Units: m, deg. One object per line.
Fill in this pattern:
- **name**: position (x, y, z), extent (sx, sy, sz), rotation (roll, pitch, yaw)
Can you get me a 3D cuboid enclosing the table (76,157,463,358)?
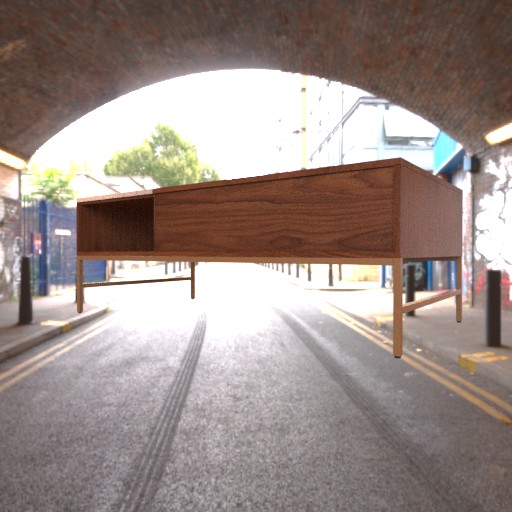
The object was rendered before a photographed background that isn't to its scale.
- **table**: position (0.000, 0.000, 1.986), extent (1.553, 0.551, 0.789), rotation (0, 1, 36)
